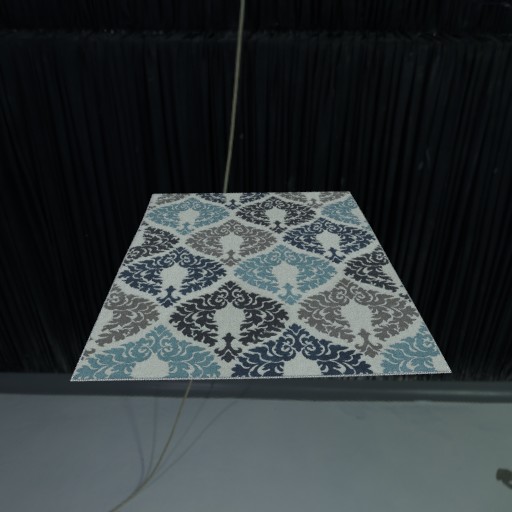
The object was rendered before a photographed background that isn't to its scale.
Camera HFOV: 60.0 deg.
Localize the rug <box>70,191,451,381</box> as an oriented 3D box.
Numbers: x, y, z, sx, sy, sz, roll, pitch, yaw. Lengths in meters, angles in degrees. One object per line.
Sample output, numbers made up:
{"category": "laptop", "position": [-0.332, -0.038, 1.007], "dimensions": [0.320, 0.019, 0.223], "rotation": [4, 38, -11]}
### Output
{"category": "rug", "position": [0.000, 0.000, 4.105], "dimensions": [2.423, 0.014, 3.040], "rotation": [-1, 30, -2]}
